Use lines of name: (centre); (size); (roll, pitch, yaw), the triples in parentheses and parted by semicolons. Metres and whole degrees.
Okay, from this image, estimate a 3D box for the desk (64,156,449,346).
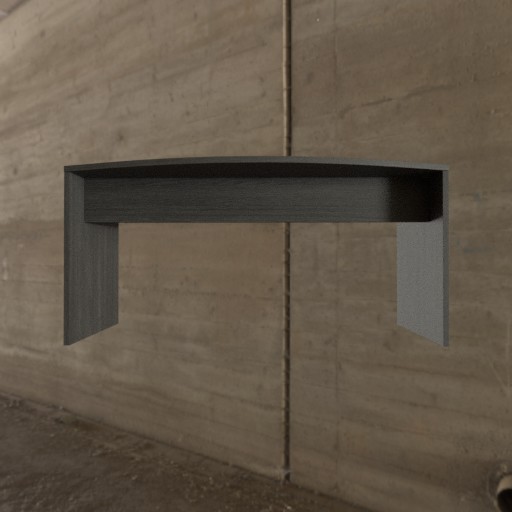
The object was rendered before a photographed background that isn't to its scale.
desk: (0.000, 0.000, 2.072); (1.600, 0.750, 0.802); (0, 0, 1)
